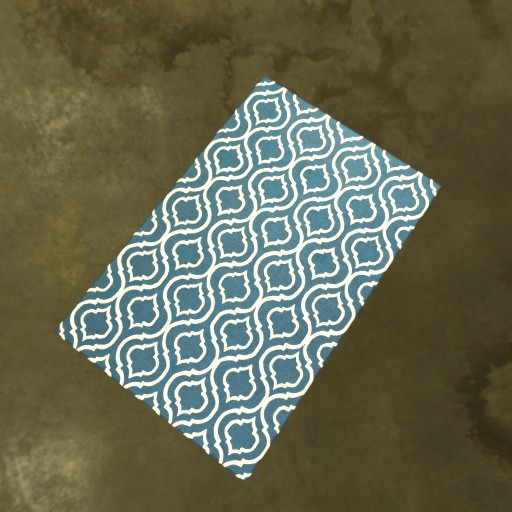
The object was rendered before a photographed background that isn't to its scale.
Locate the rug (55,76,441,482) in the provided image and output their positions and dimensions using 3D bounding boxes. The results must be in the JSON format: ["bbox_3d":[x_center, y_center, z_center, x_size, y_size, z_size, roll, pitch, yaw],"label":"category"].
[{"bbox_3d":[0.000,0.000,2.234,1.143,0.010,1.753,35,78,8],"label":"rug"}]
